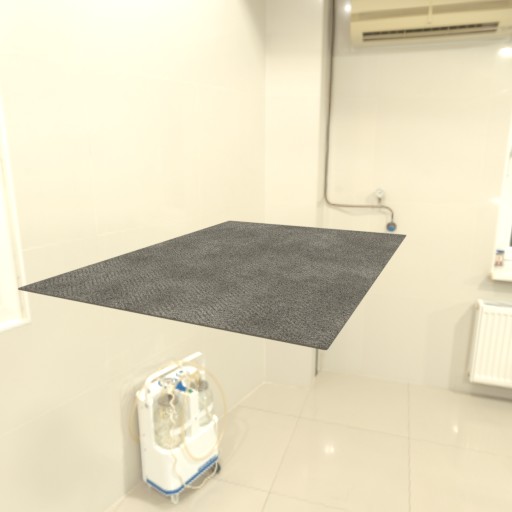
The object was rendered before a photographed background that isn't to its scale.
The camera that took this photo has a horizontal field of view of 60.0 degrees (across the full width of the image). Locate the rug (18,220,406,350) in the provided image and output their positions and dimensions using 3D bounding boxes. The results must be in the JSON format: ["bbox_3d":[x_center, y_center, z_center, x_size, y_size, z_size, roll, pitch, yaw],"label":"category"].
[{"bbox_3d":[0.000,0.000,2.875,1.600,0.008,2.235,7,16,24],"label":"rug"}]
